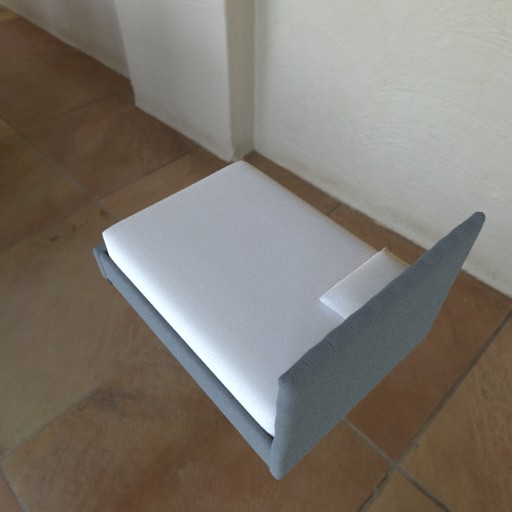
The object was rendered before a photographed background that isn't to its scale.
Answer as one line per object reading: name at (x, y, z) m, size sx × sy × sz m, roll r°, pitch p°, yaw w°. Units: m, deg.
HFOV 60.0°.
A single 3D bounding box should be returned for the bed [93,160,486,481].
bed at (0.000, 0.000, 3.378) m, size 1.698 × 1.411 × 2.335 m, roll -33°, pitch 56°, yaw -27°
